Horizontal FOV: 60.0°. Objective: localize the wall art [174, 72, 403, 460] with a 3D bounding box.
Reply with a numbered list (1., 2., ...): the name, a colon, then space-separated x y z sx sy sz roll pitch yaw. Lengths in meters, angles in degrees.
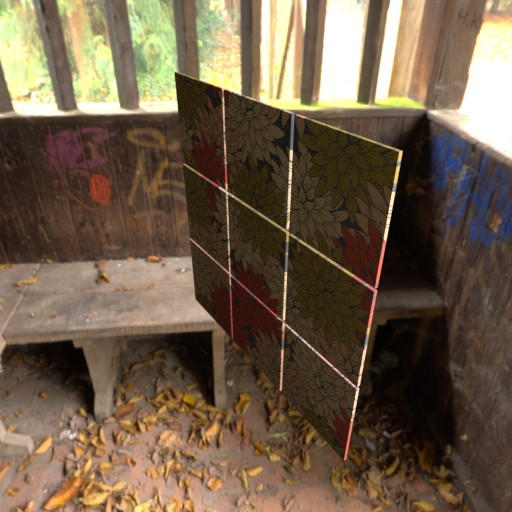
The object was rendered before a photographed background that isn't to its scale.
1. wall art: 0.000 0.000 1.789 0.013 1.218 1.206 -20 38 -28
